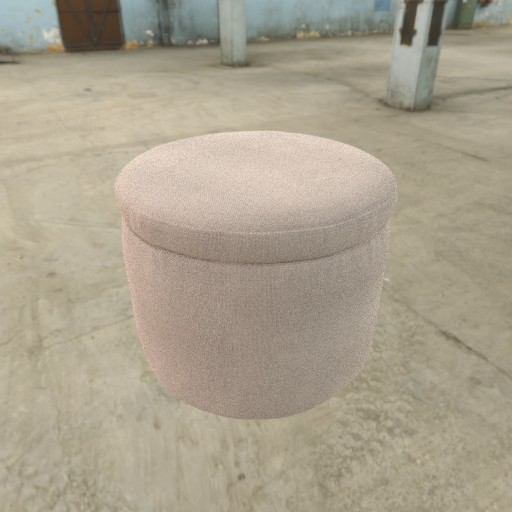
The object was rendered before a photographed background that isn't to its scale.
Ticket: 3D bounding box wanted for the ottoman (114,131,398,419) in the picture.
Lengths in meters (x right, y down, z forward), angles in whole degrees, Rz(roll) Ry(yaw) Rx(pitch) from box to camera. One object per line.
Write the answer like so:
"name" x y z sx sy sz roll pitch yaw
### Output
"ottoman" 0.000 0.000 0.882 0.497 0.409 0.497 0 30 0
